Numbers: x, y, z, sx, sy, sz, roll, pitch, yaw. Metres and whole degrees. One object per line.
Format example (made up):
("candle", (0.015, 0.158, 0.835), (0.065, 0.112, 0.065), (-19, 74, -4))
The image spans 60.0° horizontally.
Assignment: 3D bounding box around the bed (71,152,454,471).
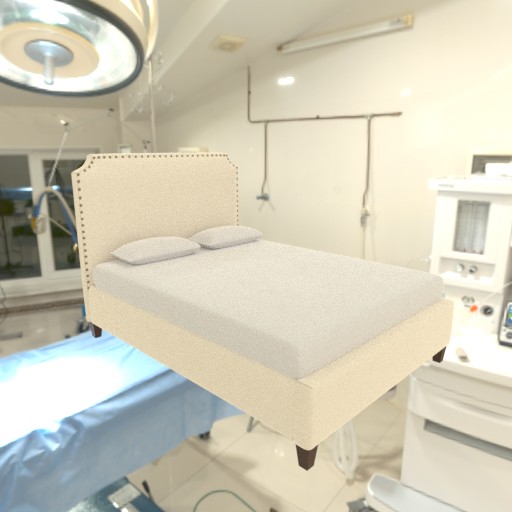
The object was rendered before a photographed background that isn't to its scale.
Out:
("bed", (0.000, 0.000, 3.343), (2.372, 1.497, 1.712), (13, 19, 43))
